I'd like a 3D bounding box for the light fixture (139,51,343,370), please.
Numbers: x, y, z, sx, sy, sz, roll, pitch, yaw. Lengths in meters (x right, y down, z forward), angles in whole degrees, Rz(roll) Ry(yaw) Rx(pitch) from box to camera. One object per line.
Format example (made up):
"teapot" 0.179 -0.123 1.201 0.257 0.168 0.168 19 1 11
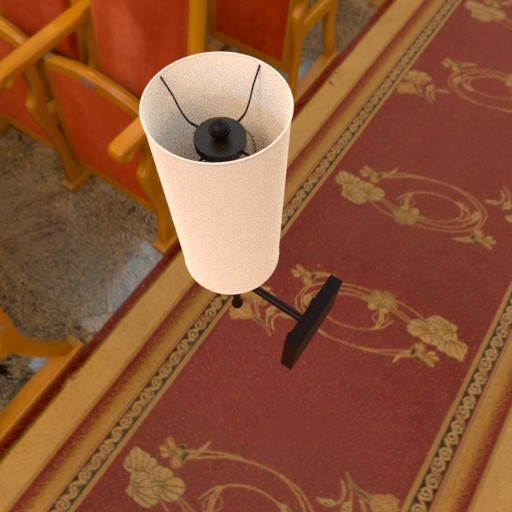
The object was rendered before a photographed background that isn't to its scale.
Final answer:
"light fixture" 0.000 0.000 0.563 0.208 0.462 0.128 32 67 15
